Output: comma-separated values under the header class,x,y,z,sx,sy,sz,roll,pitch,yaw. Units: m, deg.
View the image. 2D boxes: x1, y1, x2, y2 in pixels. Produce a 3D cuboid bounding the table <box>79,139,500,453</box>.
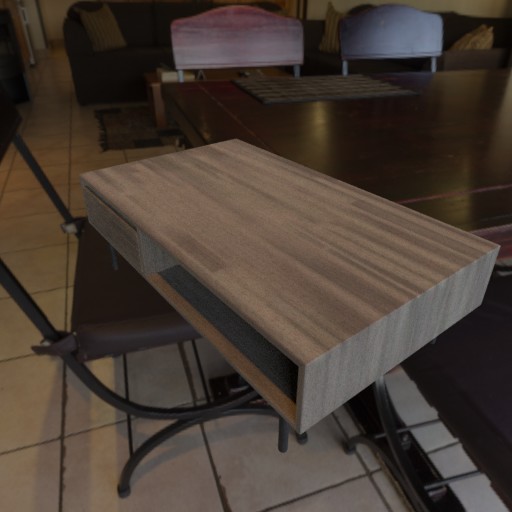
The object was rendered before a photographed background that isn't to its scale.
class,x,y,z,sx,sy,sz,roll,pitch,yaw
table,0.000,0.000,1.350,0.643,0.347,1.088,-22,38,-31
